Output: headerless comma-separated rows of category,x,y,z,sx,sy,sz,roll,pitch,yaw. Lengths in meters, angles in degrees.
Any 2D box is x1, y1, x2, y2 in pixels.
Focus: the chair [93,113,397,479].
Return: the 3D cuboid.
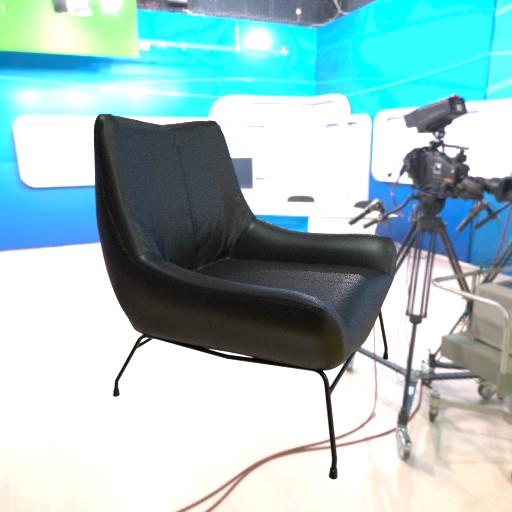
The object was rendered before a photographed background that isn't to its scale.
chair,0.000,0.000,1.517,0.826,0.922,0.836,7,16,25
